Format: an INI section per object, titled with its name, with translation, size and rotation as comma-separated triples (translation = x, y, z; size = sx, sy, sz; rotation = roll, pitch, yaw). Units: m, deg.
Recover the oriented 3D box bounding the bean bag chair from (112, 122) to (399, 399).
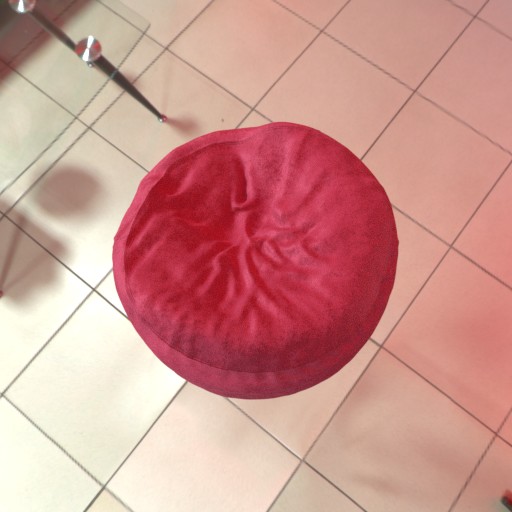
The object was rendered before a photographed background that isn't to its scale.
[bean bag chair]
translation = 0.000, 0.000, 1.978
size = 1.218, 0.788, 1.218
rotation = 0, 76, 0
